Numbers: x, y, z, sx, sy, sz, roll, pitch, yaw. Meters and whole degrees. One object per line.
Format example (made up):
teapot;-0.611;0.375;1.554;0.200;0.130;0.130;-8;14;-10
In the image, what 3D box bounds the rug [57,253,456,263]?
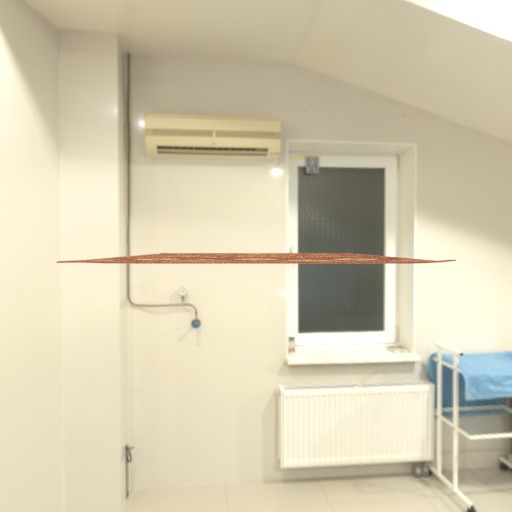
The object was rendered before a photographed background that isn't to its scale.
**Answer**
rug;0.000;0.000;4.283;2.489;0.030;3.086;0;1;0
